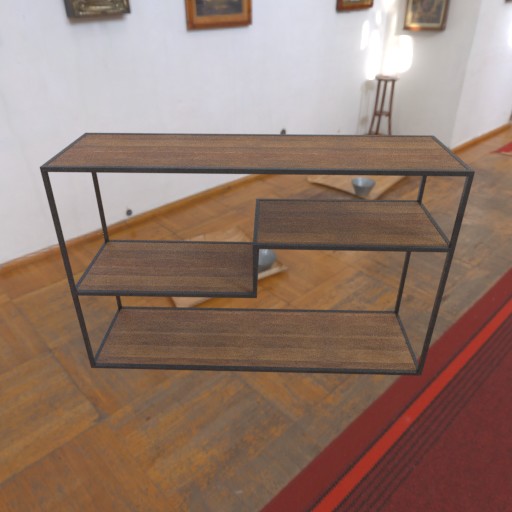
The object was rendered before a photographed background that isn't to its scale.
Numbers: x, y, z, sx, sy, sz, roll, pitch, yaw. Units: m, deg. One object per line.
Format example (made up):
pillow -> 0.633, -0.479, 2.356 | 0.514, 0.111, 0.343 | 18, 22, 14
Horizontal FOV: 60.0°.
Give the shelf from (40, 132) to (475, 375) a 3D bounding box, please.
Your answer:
shelf -> 0.000, 0.000, 1.567 | 1.201, 0.765, 0.361 | 1, 31, 1
